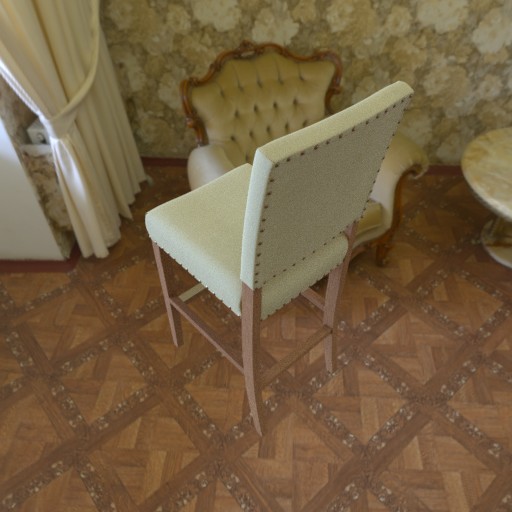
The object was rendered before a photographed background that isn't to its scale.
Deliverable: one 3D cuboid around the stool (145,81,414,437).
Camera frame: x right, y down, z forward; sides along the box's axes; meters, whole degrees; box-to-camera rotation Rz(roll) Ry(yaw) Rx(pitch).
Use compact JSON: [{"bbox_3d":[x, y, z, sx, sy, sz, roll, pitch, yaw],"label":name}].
[{"bbox_3d":[0.000,0.000,1.419,0.445,1.168,0.584,-32,53,-28],"label":"stool"}]
